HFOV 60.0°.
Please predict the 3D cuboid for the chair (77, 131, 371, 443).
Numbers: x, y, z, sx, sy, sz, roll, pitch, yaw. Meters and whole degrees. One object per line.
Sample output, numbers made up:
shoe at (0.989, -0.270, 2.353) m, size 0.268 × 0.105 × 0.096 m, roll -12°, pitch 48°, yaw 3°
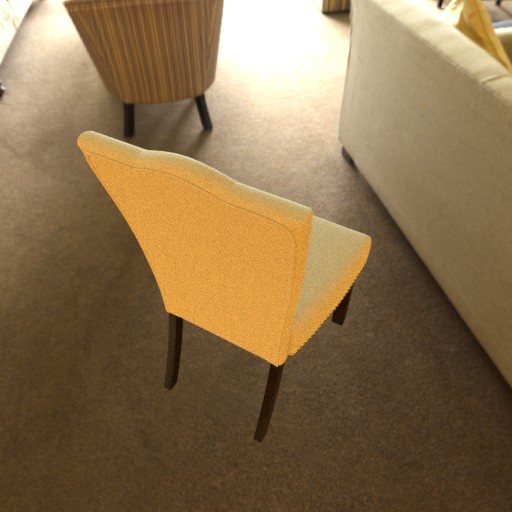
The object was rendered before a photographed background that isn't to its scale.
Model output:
chair at (0.000, 0.000, 1.258) m, size 0.518 × 0.946 × 0.589 m, roll 22°, pitch 50°, yaw 20°
